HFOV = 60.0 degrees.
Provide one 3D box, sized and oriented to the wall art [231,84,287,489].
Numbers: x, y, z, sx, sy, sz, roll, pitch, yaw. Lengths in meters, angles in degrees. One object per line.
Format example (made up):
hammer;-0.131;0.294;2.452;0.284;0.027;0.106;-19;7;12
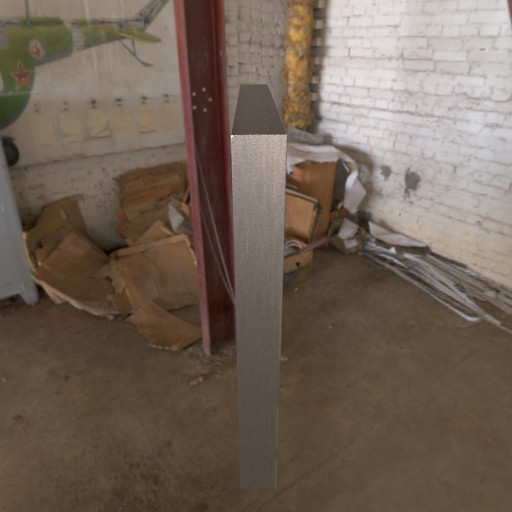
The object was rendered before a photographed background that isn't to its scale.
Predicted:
wall art;0.000;0.000;0.525;0.038;0.350;0.350;0;26;-1
